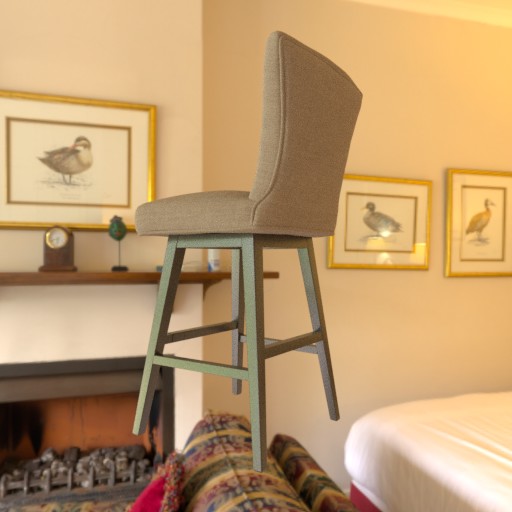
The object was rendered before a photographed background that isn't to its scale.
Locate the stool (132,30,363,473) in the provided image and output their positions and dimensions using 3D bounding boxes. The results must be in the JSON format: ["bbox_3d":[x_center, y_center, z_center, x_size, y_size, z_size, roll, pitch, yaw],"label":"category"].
[{"bbox_3d":[0.000,0.000,1.394,0.574,1.086,0.514,0,0,36],"label":"stool"}]
